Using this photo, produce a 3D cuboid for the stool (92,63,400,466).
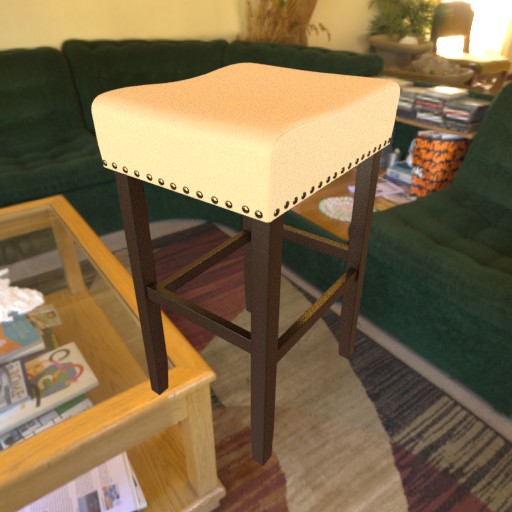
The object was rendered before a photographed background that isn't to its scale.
[{"bbox_3d":[0.000,0.000,1.037,0.401,0.762,0.471,22,38,30],"label":"stool"}]
